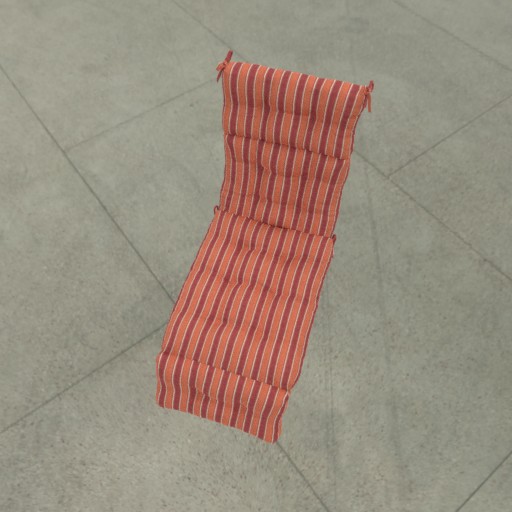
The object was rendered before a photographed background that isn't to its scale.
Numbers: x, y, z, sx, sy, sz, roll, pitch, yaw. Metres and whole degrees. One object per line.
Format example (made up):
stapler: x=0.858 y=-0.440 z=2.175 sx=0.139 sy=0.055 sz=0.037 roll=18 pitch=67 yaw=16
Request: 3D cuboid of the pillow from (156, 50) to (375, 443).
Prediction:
pillow: x=0.000 y=0.000 z=1.541 sx=0.526 sy=0.863 sz=1.016 roll=15 pitch=60 yaw=9
